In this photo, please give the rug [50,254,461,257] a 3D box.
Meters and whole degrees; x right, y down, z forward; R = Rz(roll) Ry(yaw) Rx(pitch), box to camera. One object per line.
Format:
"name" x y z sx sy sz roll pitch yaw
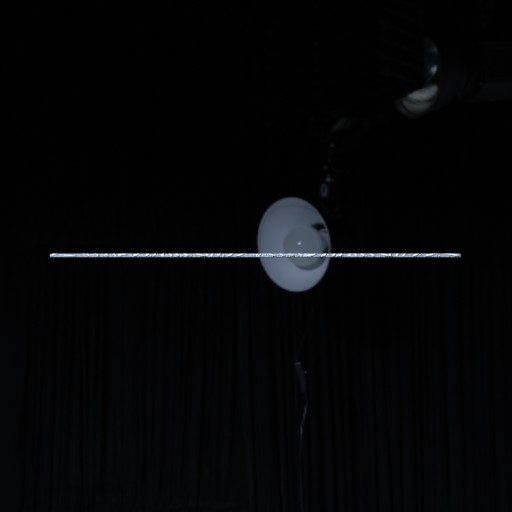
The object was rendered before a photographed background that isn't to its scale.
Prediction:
"rug" 0.000 0.000 4.146 2.456 0.021 3.042 0 0 0
